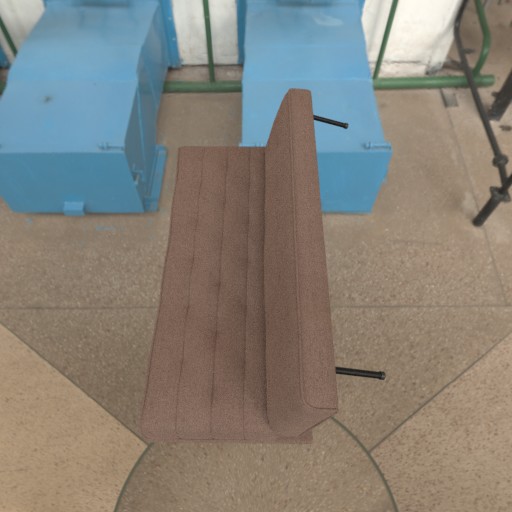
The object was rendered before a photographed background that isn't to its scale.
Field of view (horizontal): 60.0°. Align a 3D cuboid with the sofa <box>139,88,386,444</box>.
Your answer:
[{"bbox_3d":[0.000,0.000,2.384,1.038,0.810,1.820,1,57,0],"label":"sofa"}]
